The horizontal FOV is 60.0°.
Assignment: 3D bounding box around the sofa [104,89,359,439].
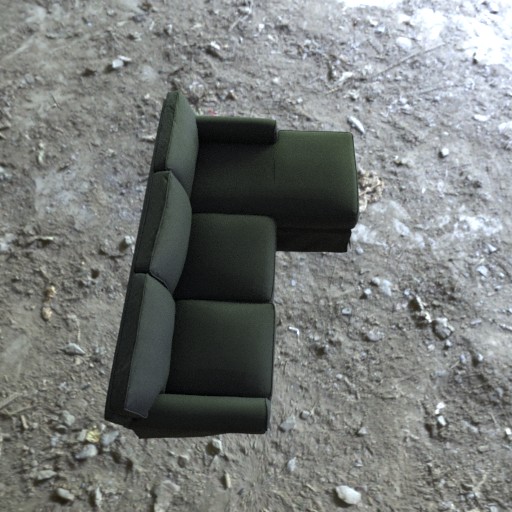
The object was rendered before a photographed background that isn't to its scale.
[{"bbox_3d":[0.000,0.000,3.310,1.637,1.039,2.518,2,62,1],"label":"sofa"}]
